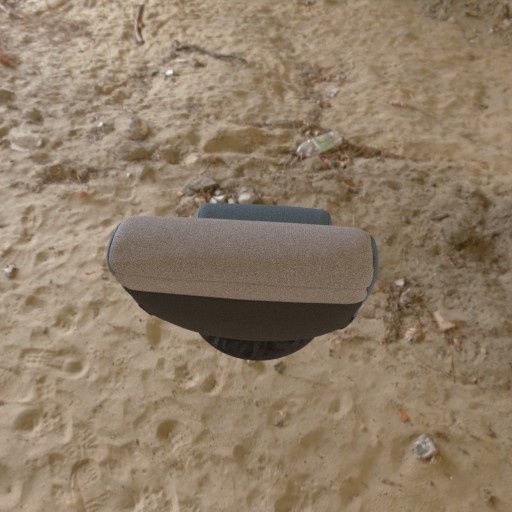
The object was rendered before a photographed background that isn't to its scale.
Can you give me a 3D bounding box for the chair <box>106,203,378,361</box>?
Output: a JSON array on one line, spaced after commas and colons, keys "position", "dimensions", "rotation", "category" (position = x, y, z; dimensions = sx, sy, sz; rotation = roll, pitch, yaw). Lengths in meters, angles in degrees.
[{"position": [0.000, 0.000, 1.052], "dimensions": [0.420, 0.641, 0.661], "rotation": [3, 46, 3], "category": "chair"}]
